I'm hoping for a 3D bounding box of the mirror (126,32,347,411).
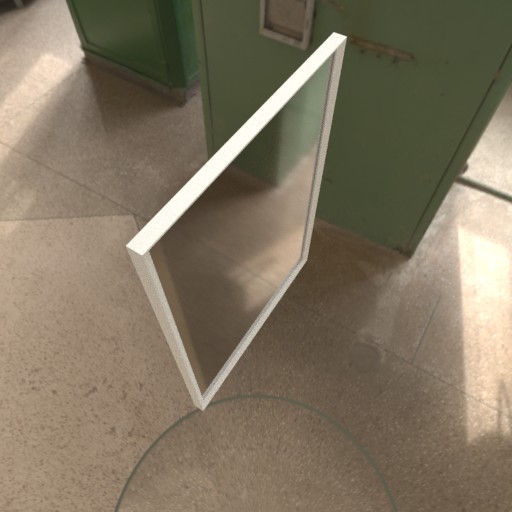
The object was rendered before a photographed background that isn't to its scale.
[{"bbox_3d":[0.000,0.000,1.341,0.041,1.016,0.762,28,61,17],"label":"mirror"}]
